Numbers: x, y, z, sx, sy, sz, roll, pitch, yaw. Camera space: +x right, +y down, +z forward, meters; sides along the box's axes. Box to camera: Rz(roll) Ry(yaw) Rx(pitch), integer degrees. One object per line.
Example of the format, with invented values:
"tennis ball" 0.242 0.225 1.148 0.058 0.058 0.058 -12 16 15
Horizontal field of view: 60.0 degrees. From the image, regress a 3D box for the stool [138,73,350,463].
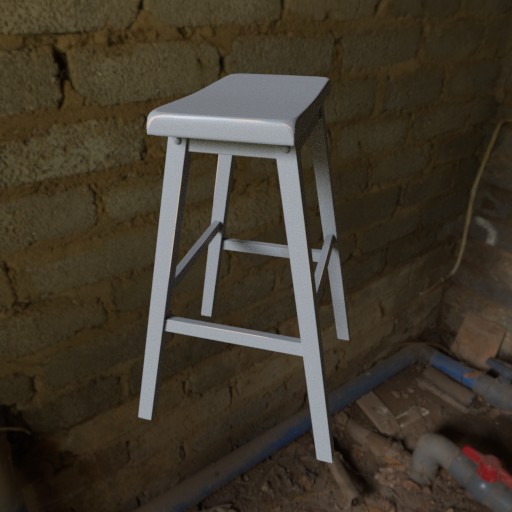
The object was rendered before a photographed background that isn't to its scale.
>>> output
"stool" 0.000 0.000 1.043 0.476 0.737 0.457 8 31 13
